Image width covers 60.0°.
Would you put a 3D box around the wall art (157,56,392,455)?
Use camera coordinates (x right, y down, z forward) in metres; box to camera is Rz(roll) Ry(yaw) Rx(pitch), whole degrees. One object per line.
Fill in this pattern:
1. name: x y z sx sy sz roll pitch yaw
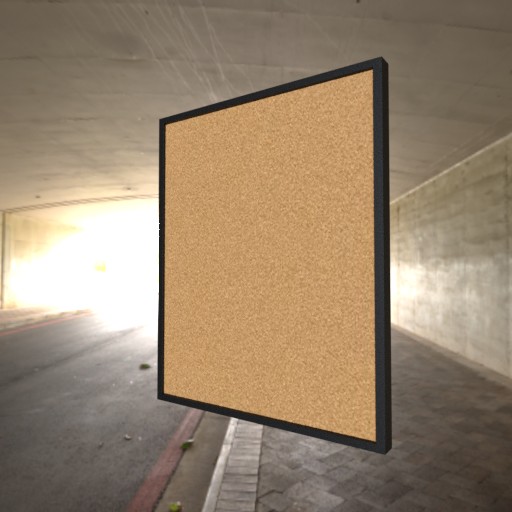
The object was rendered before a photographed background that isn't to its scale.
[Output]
1. wall art: 0.000 0.000 0.764 0.457 0.559 0.029 -1 -2 35
